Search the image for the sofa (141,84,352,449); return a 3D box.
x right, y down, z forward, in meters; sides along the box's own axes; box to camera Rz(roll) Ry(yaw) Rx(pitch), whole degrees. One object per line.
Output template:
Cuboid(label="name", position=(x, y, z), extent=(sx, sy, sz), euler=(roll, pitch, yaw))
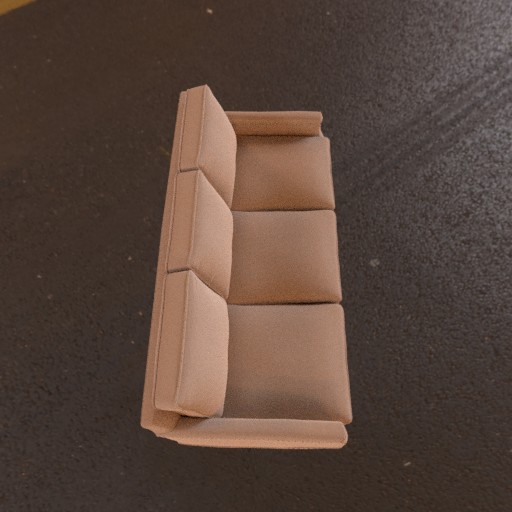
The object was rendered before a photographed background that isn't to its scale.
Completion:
Cuboid(label="sofa", position=(0.000, 0.000, 2.862), extent=(1.084, 1.003, 2.246), euler=(1, 63, 0))
